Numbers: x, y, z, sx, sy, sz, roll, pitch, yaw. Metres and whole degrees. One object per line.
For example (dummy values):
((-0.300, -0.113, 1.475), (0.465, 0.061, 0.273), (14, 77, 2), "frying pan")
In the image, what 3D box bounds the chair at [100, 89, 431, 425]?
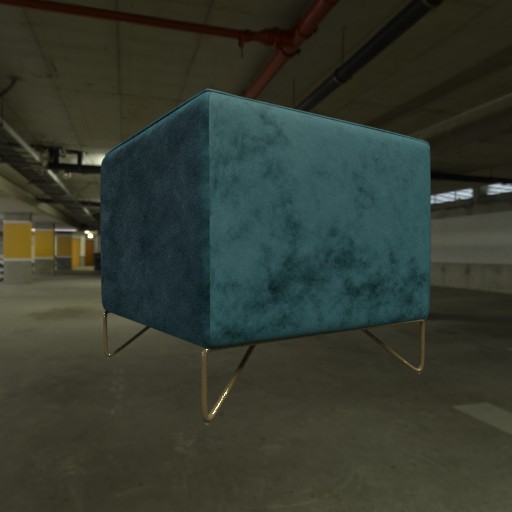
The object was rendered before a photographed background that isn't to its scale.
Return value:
((0.000, 0.000, 1.612), (0.894, 0.790, 0.880), (0, 0, -34), "chair")
